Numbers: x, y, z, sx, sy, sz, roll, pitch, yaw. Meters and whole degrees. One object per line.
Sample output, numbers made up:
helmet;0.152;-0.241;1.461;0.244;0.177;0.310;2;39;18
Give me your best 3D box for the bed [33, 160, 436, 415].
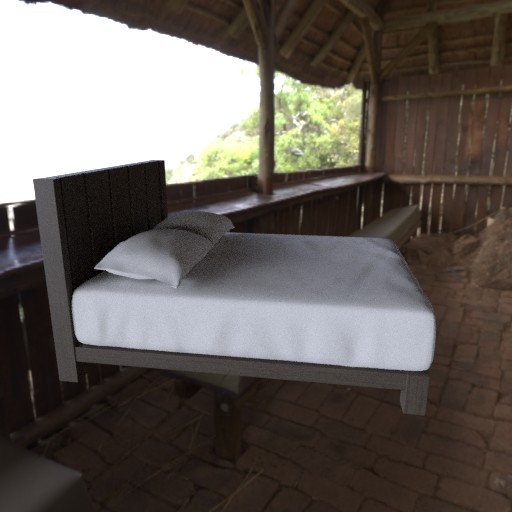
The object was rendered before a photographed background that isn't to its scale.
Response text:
bed;0.000;0.000;3.287;2.242;1.270;1.727;3;16;9
